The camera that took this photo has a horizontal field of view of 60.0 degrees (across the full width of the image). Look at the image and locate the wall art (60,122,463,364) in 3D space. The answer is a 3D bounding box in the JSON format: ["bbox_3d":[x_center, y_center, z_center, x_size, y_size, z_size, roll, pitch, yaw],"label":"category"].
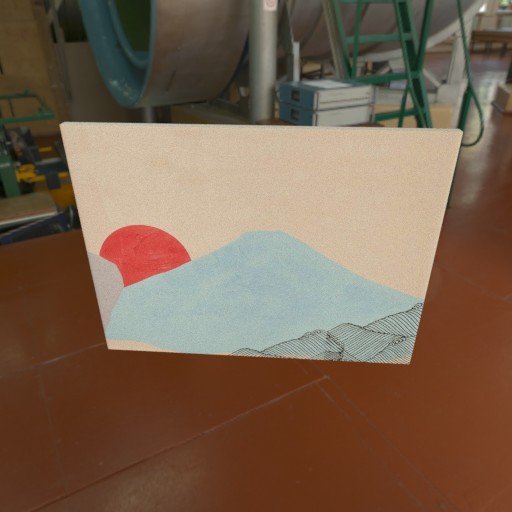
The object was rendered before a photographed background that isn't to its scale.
[{"bbox_3d":[0.000,0.000,1.580,1.219,0.912,0.042,2,30,4],"label":"wall art"}]
